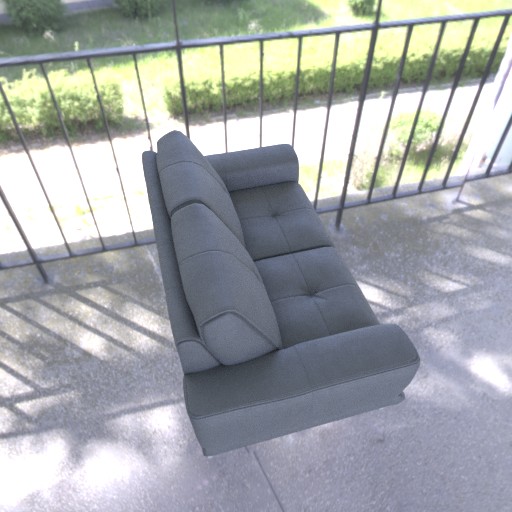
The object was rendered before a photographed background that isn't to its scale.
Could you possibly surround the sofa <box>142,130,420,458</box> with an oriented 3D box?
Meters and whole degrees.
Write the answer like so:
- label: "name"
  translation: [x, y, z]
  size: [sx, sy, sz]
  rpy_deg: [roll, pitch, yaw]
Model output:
- label: "sofa"
  translation: [0.000, 0.000, 2.430]
  size: [1.018, 0.907, 1.806]
  rpy_deg: [-11, 47, -11]
